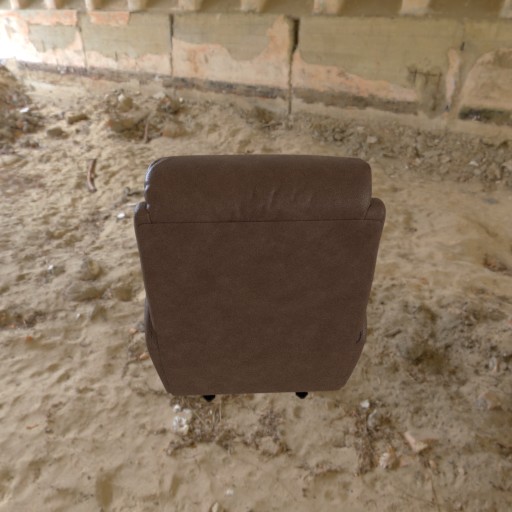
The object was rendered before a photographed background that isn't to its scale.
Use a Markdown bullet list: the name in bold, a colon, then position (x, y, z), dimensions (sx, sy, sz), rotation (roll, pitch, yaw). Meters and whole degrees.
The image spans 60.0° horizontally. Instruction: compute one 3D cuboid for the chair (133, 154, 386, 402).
- **chair**: position (0.000, 0.000, 1.812), dimensions (0.865, 1.067, 1.067), rotation (-1, 29, -2)
